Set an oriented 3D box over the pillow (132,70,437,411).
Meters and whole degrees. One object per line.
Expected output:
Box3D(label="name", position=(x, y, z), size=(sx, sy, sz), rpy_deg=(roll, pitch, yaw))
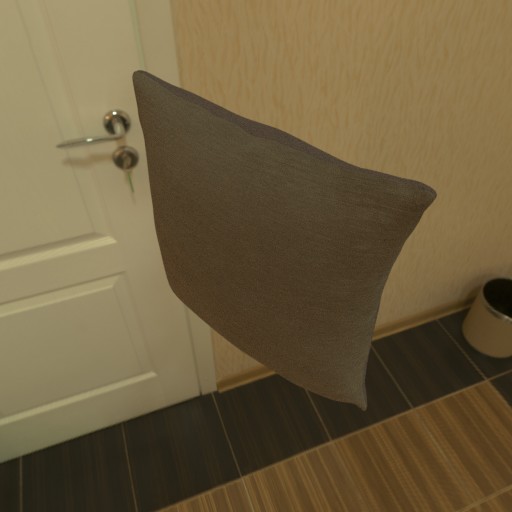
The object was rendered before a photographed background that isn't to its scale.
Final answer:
Box3D(label="pillow", position=(0.000, 0.000, 0.668), size=(0.452, 0.439, 0.204), rpy_deg=(31, 52, 27))
